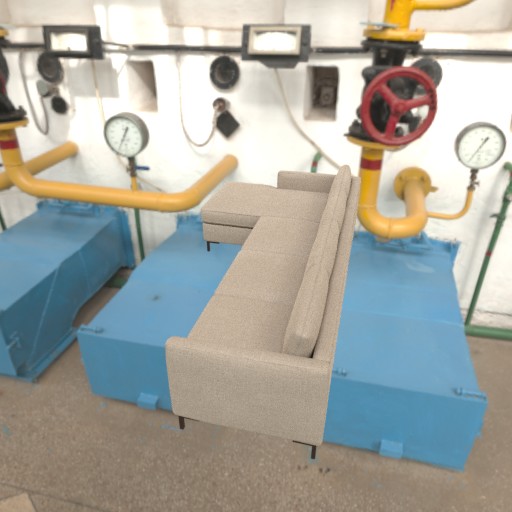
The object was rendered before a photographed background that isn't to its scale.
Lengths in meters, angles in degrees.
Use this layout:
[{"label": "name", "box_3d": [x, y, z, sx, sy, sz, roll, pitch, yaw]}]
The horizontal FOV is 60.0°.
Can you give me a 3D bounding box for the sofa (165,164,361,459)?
[{"label": "sofa", "box_3d": [0.000, 0.000, 3.578, 1.469, 0.816, 2.923, 7, 30, 13]}]
